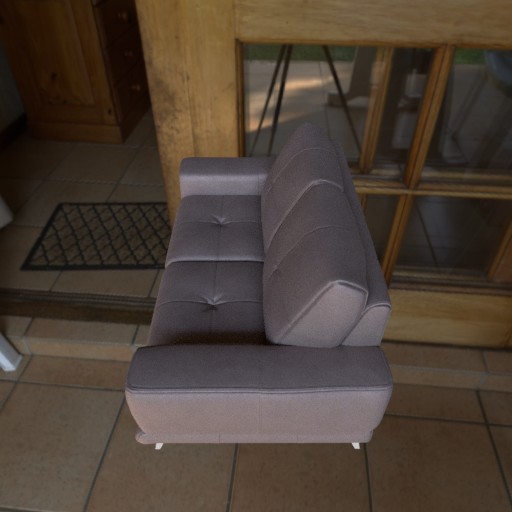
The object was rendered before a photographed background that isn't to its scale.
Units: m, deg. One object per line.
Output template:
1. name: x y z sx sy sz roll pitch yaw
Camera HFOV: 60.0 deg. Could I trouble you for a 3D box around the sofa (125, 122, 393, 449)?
1. sofa: 0.000 0.000 2.335 1.018 0.907 1.806 0 41 0
